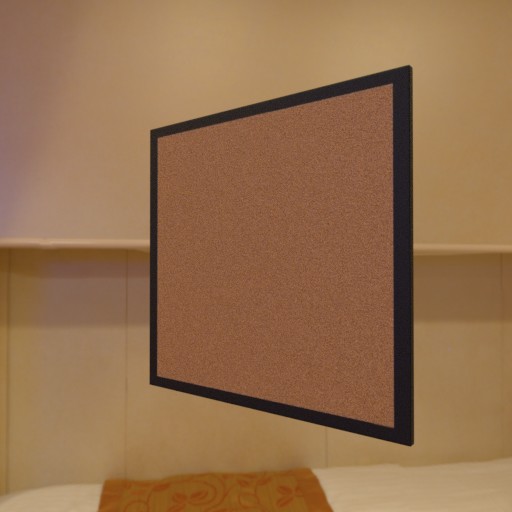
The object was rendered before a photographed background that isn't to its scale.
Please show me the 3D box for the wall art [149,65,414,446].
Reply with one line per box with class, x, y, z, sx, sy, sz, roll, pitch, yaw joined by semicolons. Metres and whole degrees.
wall art;0.000;0.000;0.959;0.663;0.659;0.016;0;-1;35
